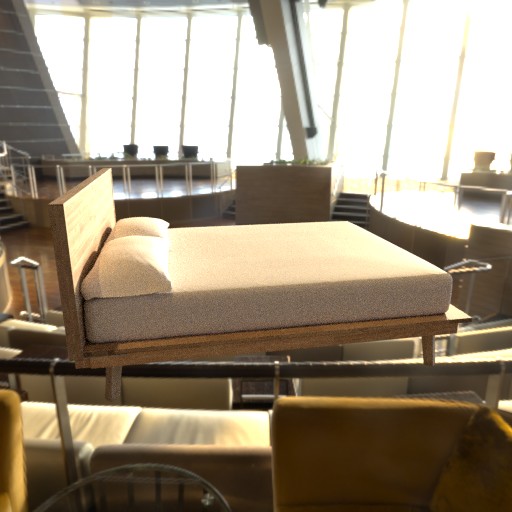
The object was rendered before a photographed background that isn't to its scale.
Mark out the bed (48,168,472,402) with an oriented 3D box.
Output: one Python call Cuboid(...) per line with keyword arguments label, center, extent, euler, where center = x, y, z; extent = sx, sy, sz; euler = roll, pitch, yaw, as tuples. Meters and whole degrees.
Cuboid(label="bed", center=(0.000, 0.000, 3.036), extent=(2.145, 1.071, 1.759), euler=(-3, 16, -11))
